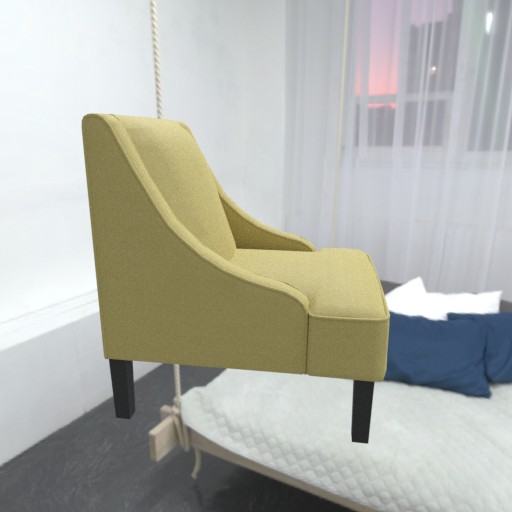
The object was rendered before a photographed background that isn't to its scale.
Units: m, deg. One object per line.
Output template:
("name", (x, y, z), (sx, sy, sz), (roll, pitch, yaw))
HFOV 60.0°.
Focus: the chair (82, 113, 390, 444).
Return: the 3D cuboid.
("chair", (0.000, 0.000, 1.496), (0.814, 0.896, 0.696), (2, 15, 9))
